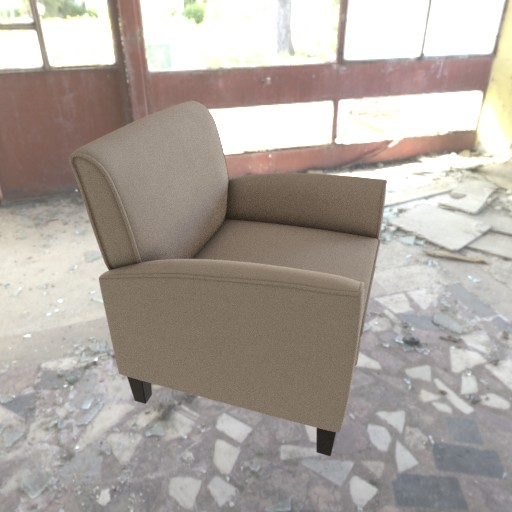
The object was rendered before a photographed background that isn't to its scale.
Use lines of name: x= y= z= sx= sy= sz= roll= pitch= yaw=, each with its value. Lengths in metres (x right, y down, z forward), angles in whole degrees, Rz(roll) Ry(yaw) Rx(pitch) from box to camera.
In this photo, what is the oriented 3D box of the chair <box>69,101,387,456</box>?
chair: x=0.000 y=0.000 z=1.577 sx=0.820 sy=0.915 sz=0.820 roll=10 pitch=31 yaw=16
